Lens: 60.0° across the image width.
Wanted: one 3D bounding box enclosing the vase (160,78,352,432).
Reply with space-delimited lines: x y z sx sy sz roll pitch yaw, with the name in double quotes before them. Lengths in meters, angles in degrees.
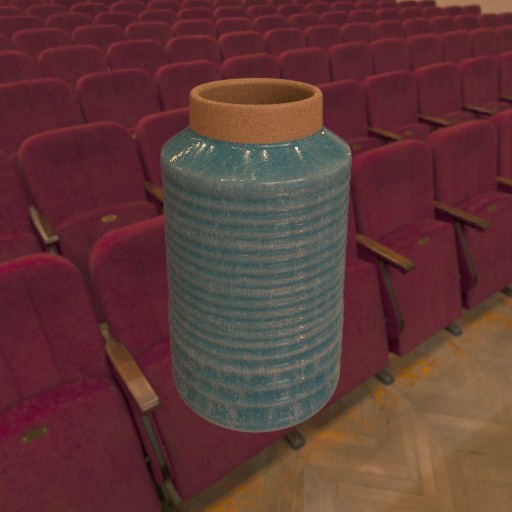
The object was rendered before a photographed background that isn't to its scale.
"vase" 0.000 0.000 0.373 0.163 0.267 0.163 0 32 0
